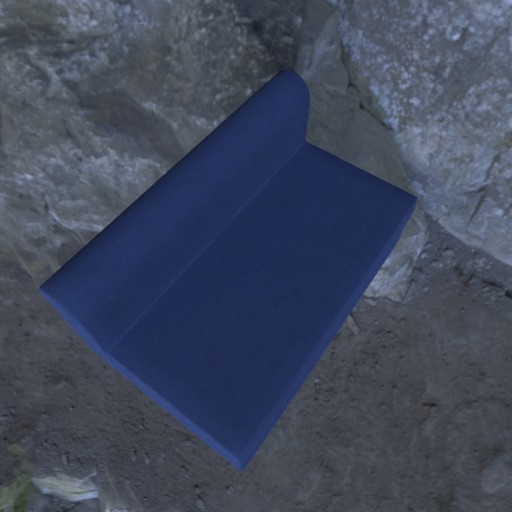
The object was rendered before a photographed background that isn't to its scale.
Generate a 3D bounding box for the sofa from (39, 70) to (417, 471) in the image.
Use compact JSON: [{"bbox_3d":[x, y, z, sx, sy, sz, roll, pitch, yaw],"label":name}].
[{"bbox_3d":[0.000,0.000,1.665,0.762,0.660,1.219,32,64,18],"label":"sofa"}]
